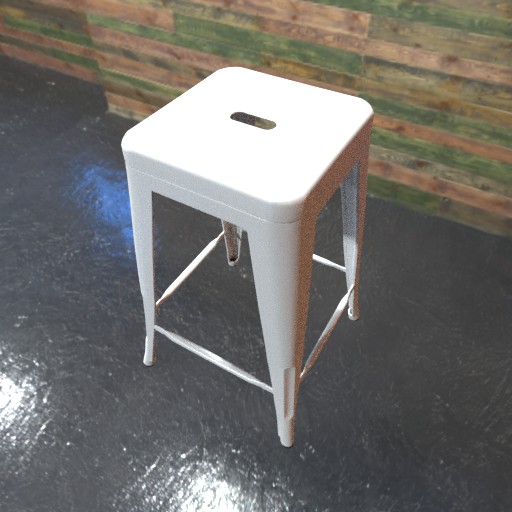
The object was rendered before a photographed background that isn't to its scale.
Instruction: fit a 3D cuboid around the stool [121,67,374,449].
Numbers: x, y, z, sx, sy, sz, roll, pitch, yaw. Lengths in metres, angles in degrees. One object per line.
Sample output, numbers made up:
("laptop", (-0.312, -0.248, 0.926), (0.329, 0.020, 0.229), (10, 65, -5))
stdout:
("stool", (0.000, 0.000, 0.905), (0.406, 0.610, 0.406), (23, 51, 20))
